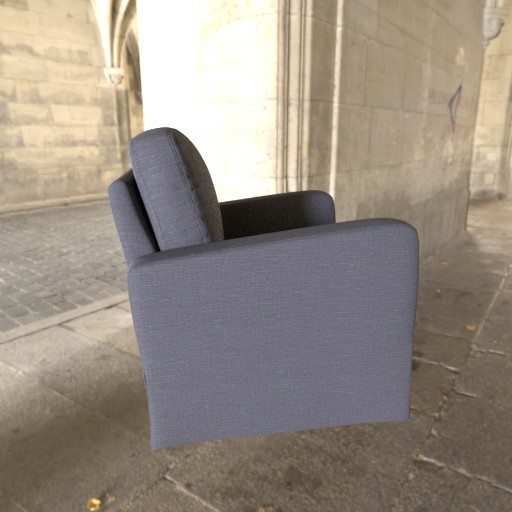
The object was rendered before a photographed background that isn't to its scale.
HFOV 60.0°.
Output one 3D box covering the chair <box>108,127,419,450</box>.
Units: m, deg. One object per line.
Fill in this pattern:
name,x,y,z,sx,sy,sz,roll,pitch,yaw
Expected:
chair,0.000,0.000,1.521,0.863,0.855,0.798,-3,15,-10
